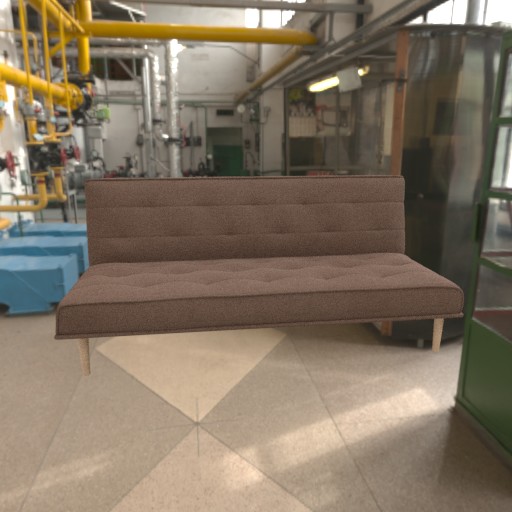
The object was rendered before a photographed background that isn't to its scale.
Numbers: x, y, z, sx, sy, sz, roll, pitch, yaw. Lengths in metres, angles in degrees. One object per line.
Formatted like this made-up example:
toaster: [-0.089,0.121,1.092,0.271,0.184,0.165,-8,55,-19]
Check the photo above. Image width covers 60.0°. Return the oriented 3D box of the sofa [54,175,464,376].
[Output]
sofa: [0.000,0.000,2.377,1.820,0.810,1.038,-2,15,-7]
